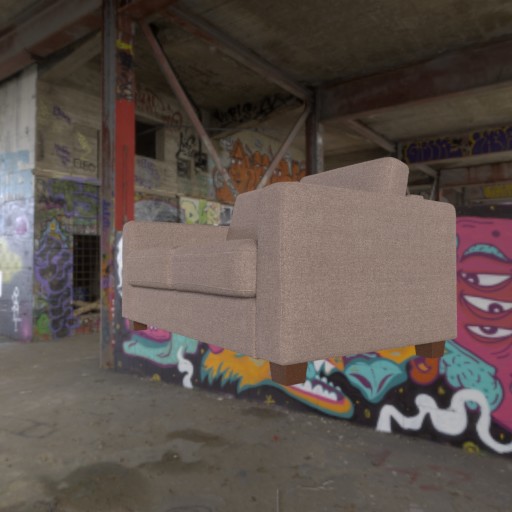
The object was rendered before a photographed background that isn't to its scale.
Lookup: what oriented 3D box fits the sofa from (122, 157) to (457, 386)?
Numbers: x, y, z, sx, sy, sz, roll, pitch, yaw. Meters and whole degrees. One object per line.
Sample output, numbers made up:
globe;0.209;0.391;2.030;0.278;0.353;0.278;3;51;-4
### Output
sofa;0.000;0.000;2.098;0.900;0.800;1.520;1;-2;-34
